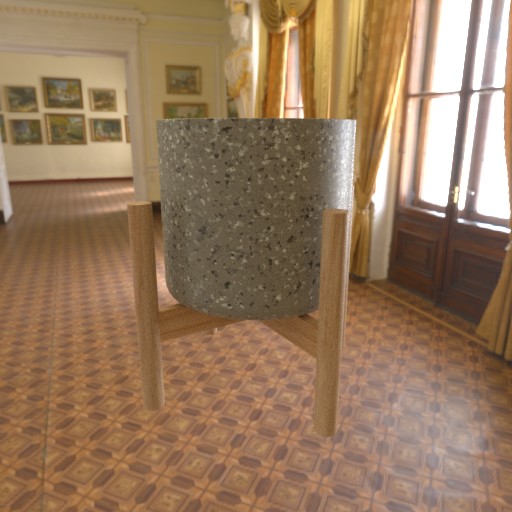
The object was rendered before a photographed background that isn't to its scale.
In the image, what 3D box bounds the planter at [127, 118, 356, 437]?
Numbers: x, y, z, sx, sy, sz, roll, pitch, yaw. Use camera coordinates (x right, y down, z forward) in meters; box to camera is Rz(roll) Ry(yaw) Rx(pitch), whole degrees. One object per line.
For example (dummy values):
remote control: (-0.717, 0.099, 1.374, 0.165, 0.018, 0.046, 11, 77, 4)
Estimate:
planter: (0.000, 0.000, 0.547, 0.284, 0.320, 0.284, -3, 16, -9)
